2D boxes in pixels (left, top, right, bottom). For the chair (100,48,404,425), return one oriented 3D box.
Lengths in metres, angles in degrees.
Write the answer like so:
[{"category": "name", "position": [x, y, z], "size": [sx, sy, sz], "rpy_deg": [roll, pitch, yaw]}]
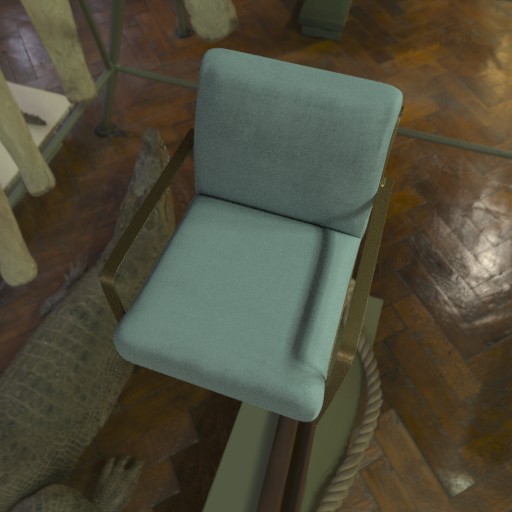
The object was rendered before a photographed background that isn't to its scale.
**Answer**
[{"category": "chair", "position": [0.000, 0.000, 1.422], "size": [0.701, 0.824, 0.842], "rpy_deg": [16, 61, 9]}]
